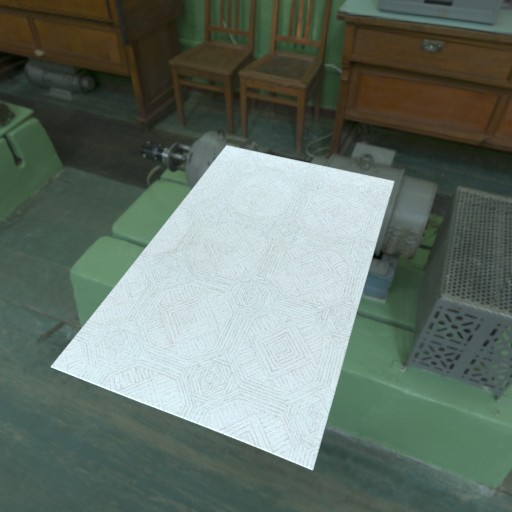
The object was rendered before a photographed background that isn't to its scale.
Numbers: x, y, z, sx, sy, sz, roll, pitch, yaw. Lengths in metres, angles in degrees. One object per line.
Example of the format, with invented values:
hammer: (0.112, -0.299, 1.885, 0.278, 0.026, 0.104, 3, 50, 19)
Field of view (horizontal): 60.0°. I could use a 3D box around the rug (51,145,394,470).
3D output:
rug: (0.000, 0.000, 3.082, 1.524, 0.008, 2.440, 16, 48, 15)
